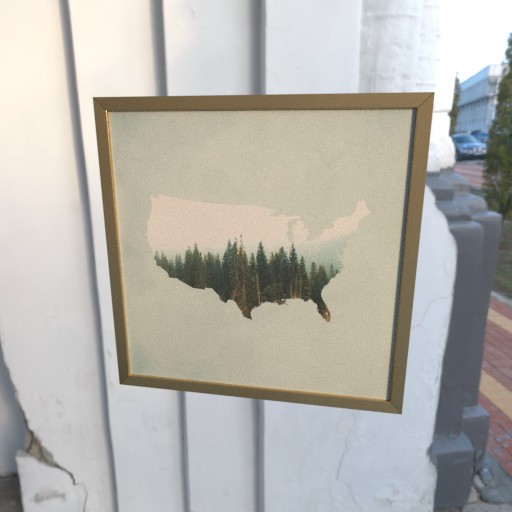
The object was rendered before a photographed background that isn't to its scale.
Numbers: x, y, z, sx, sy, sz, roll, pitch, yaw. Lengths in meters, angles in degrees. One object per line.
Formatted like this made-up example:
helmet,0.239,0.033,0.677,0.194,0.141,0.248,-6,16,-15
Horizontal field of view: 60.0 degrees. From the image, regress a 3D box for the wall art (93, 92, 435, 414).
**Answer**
wall art,0.000,0.000,0.448,0.304,0.304,0.038,3,16,10
